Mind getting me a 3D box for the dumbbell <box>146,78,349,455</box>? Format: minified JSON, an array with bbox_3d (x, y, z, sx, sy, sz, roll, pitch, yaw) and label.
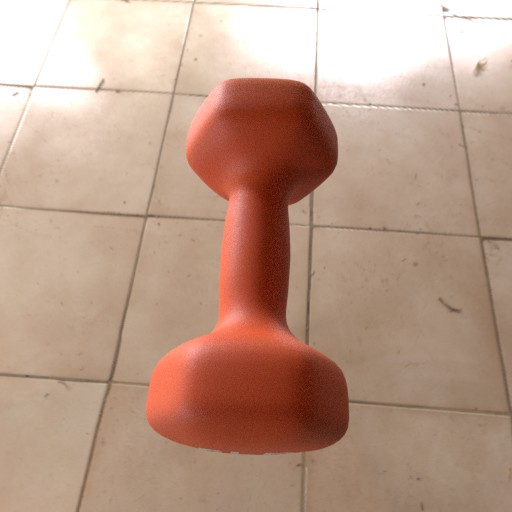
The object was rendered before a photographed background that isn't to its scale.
[{"bbox_3d":[0.000,0.000,0.199,0.079,0.071,0.162,3,64,2],"label":"dumbbell"}]
